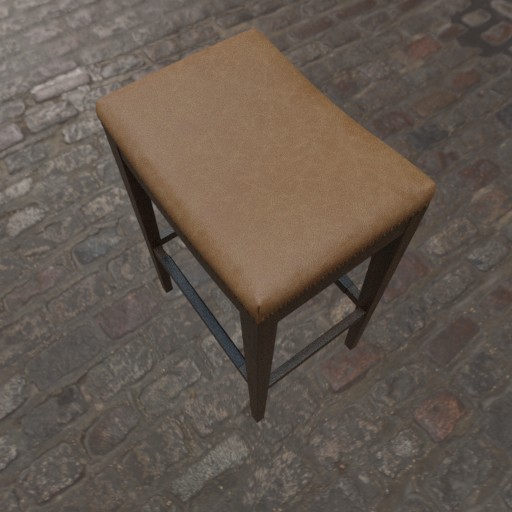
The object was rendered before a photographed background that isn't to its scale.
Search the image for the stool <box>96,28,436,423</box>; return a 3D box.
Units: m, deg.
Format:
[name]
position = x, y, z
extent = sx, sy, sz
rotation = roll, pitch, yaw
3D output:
[stool]
position = 0.000, 0.000, 1.014
extent = 0.361, 0.759, 0.500
rotation = -33, 66, -17
